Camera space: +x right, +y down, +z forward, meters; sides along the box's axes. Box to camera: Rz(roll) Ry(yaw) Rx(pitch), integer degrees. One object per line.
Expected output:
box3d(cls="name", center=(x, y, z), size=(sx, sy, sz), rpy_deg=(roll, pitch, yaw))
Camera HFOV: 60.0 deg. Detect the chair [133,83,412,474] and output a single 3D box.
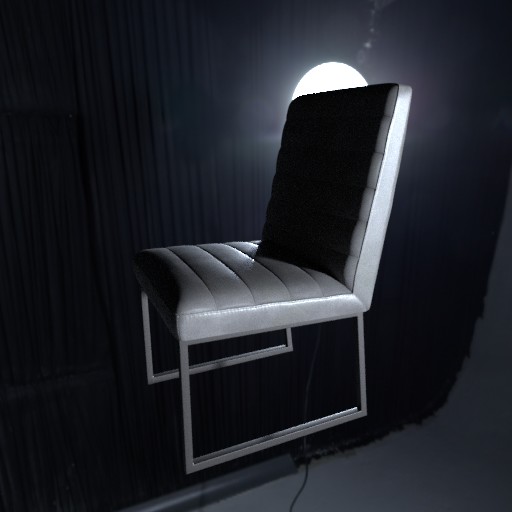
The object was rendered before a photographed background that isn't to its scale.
box3d(cls="chair", center=(0.000, 0.000, 1.289), size=(0.634, 0.930, 0.520), rpy_deg=(-7, 17, -24))
